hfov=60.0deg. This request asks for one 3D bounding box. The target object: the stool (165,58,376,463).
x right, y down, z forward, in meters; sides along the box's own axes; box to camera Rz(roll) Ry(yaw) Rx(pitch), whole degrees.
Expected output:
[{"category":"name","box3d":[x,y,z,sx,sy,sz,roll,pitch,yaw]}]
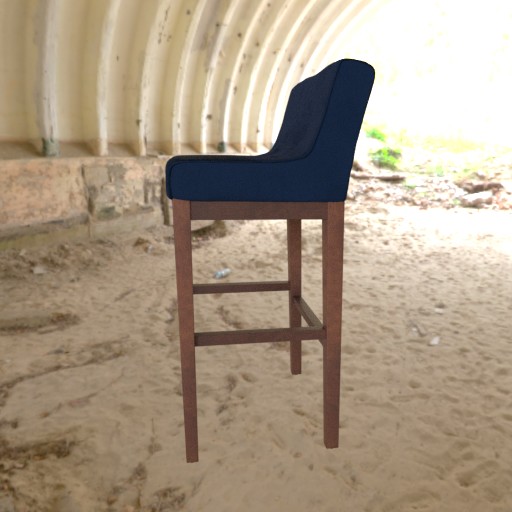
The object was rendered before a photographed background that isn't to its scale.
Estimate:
[{"category":"stool","box3d":[0.000,0.000,1.334,0.500,1.037,0.511,-2,14,-8]}]
